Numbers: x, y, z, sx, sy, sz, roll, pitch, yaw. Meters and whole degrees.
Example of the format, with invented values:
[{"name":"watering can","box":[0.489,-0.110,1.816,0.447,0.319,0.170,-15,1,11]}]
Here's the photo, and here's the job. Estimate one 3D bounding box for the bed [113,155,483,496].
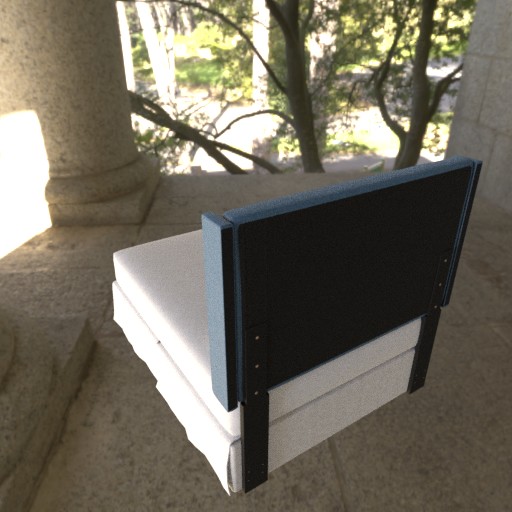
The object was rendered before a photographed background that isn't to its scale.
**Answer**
[{"name":"bed","box":[0.000,0.000,3.225,1.719,1.665,2.078,-17,32,-29]}]
